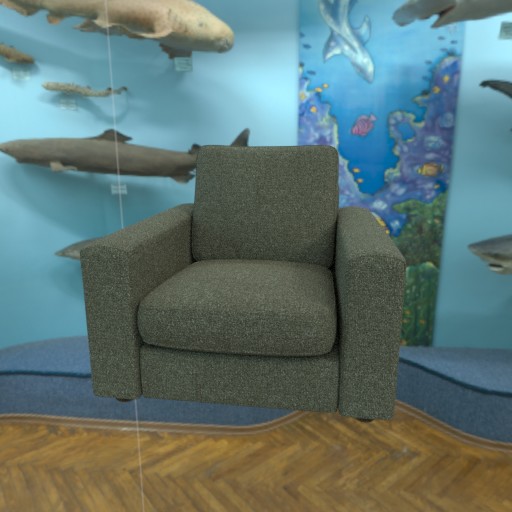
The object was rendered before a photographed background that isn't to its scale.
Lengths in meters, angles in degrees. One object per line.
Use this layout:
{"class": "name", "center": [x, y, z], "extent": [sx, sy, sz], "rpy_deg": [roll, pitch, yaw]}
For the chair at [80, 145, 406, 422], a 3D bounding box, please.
{"class": "chair", "center": [0.000, 0.000, 1.797], "extent": [1.005, 0.873, 1.016], "rpy_deg": [2, 14, 8]}
